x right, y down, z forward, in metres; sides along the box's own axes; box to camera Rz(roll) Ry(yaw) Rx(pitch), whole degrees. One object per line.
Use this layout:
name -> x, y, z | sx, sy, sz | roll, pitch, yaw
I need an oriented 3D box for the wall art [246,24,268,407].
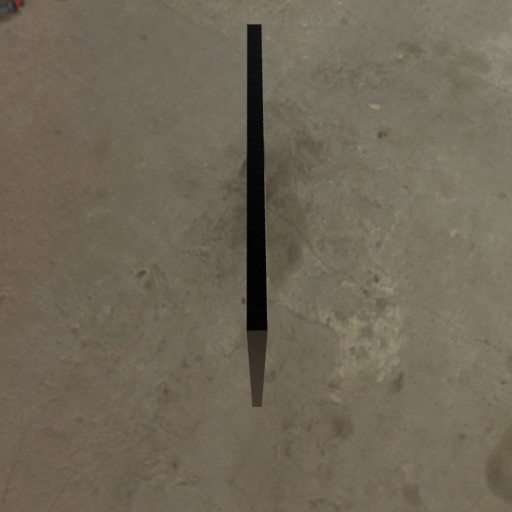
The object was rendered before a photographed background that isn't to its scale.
wall art -> 0.000, 0.000, 1.437 | 0.040, 1.062, 0.805 | 0, 64, 0
